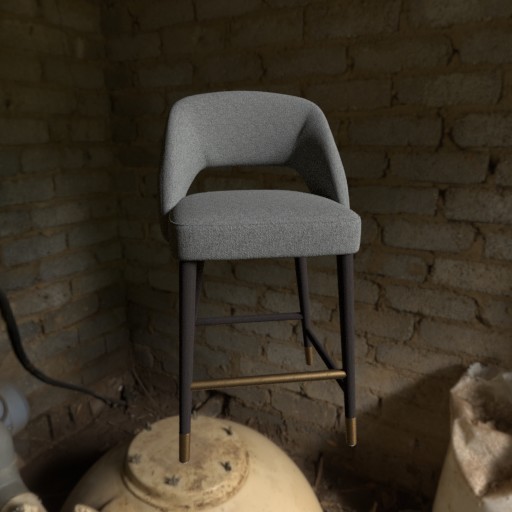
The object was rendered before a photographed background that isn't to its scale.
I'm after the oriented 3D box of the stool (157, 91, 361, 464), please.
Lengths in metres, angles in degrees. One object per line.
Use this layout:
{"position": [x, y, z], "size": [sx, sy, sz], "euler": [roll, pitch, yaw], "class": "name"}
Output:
{"position": [0.000, 0.000, 1.266], "size": [0.536, 0.925, 0.524], "euler": [-2, 16, -8], "class": "stool"}
